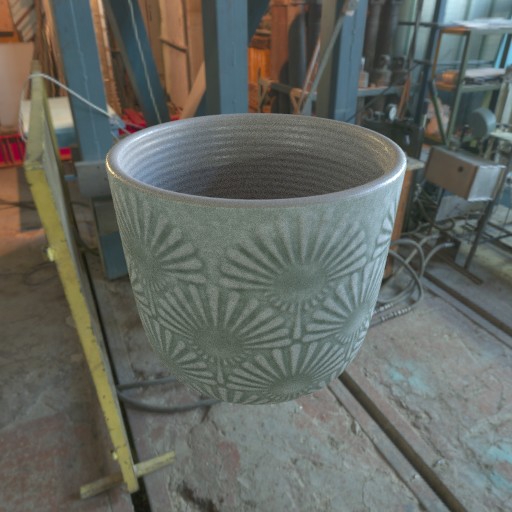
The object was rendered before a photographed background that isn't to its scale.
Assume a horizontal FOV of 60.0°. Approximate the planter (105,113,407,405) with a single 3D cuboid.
[{"bbox_3d":[0.000,0.000,0.216,0.124,0.109,0.124,0,30,0],"label":"planter"}]
